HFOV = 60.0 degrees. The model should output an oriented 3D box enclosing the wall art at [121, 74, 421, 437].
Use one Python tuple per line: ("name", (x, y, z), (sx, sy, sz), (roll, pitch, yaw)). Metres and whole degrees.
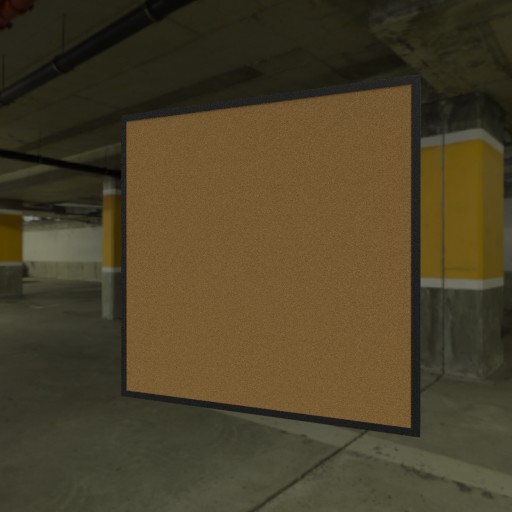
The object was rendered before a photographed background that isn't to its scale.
("wall art", (0.000, 0.000, 0.731), (0.509, 0.509, 0.040), (0, 0, 21))
